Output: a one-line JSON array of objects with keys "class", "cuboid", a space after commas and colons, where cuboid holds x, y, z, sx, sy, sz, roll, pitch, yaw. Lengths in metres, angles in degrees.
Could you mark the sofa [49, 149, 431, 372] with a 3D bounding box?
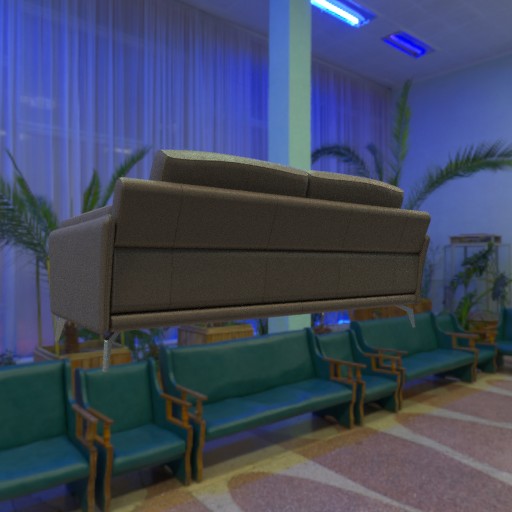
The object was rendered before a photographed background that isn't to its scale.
[{"class": "sofa", "cuboid": [0.000, 0.000, 2.647, 2.101, 0.930, 1.049, 1, -1, -36]}]
